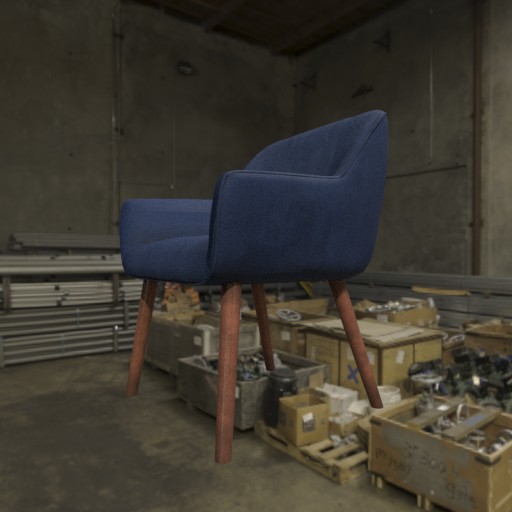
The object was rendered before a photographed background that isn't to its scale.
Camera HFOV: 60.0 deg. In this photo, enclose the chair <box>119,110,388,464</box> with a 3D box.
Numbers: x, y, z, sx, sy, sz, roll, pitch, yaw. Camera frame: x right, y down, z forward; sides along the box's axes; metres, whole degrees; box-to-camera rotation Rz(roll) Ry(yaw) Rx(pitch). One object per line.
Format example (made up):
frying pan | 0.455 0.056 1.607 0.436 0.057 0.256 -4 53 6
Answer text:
chair | 0.000 0.000 1.258 0.600 0.820 0.600 0 0 -36
